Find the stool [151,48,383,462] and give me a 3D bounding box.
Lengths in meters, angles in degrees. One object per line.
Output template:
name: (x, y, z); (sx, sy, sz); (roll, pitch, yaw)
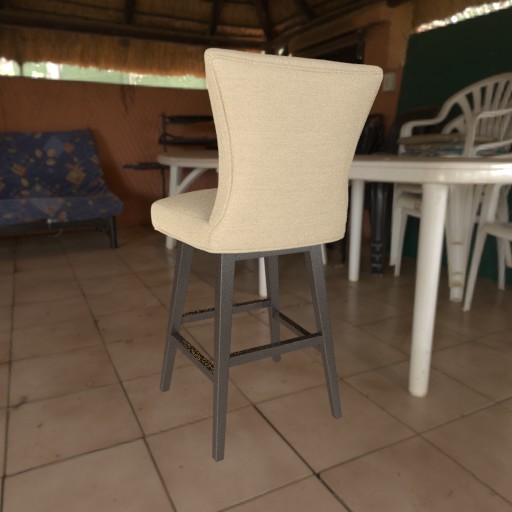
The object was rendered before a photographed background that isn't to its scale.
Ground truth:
stool: (0.000, 0.000, 1.394); (0.514, 1.086, 0.574); (-7, 16, -27)
